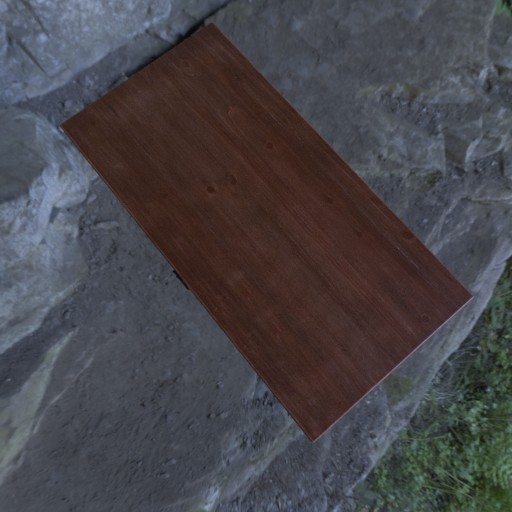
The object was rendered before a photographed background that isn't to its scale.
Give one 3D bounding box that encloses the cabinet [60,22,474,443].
[{"bbox_3d":[0.000,0.000,1.252,0.412,0.785,0.796,-39,79,-9],"label":"cabinet"}]
